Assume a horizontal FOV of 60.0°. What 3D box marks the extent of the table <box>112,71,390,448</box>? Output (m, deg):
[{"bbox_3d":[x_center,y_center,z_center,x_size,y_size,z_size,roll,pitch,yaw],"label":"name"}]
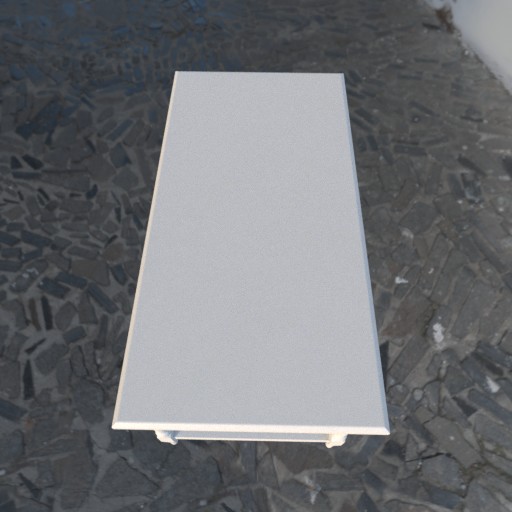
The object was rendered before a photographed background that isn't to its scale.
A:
[{"bbox_3d":[0.000,0.000,1.374,0.551,0.506,1.109,1,59,1],"label":"table"}]
